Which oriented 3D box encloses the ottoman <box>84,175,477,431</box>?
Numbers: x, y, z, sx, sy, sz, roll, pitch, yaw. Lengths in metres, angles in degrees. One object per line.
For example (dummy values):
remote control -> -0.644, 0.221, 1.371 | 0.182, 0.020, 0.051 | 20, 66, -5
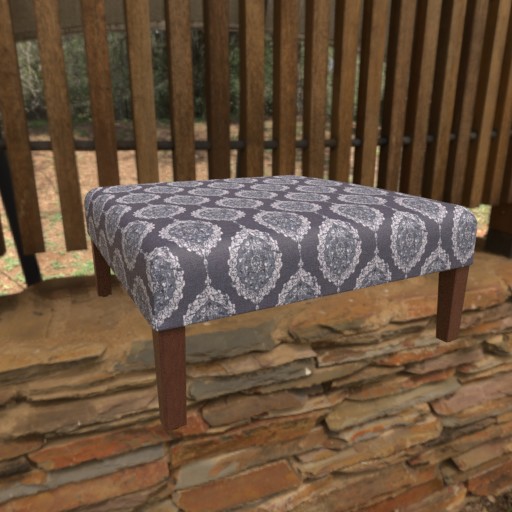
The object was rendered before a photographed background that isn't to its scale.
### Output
ottoman -> 0.000, 0.000, 1.398 | 0.889, 0.409, 0.890 | -9, 19, -26
